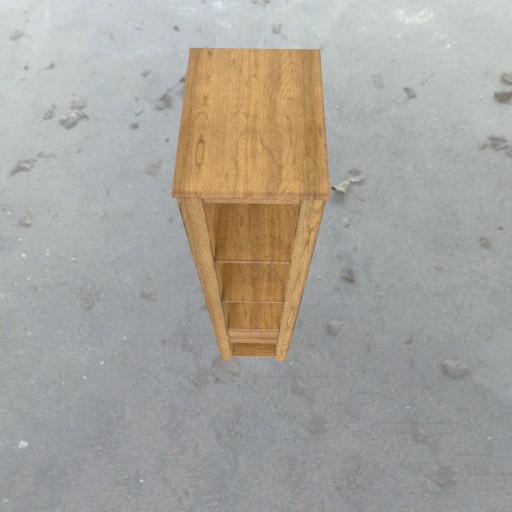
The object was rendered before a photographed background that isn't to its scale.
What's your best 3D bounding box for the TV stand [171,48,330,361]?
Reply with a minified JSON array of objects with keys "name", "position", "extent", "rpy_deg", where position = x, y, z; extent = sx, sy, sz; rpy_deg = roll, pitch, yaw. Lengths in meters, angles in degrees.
[{"name":"TV stand","position":[0.000,0.000,2.101],"extent":[0.435,1.828,0.565],"rpy_deg":[1,63,0]}]
